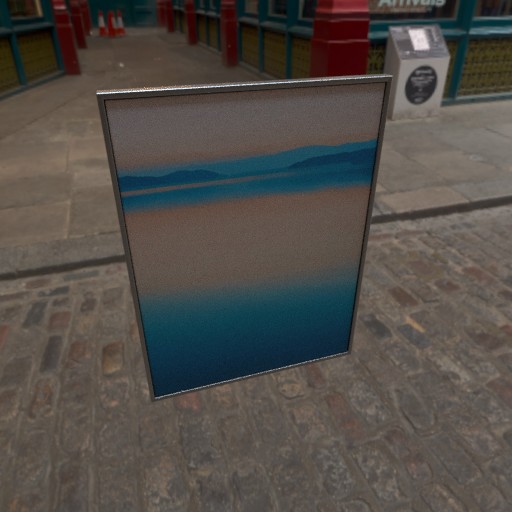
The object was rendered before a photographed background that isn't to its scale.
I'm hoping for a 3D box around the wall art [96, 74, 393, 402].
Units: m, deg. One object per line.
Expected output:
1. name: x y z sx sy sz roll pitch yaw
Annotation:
1. wall art: 0.000 0.000 1.435 0.801 1.062 0.037 -9 32 -15
